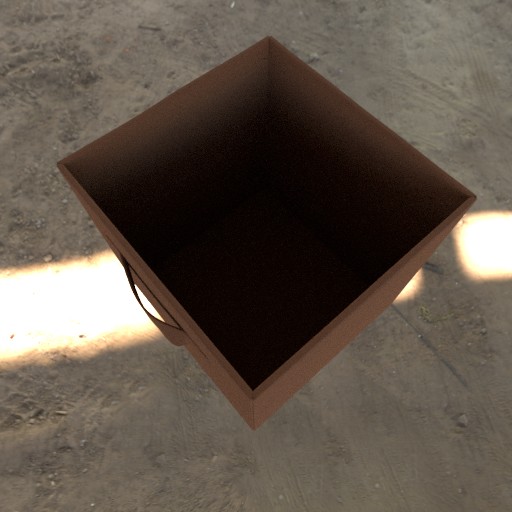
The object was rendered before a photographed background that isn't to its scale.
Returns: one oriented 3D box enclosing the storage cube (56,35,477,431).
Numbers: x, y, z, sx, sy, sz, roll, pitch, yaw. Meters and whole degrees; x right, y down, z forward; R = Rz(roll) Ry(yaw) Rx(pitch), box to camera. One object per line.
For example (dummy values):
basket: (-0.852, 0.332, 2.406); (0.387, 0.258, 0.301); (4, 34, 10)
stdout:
storage cube: (0.000, 0.000, 0.503); (0.270, 0.280, 0.270); (-38, 70, -16)
